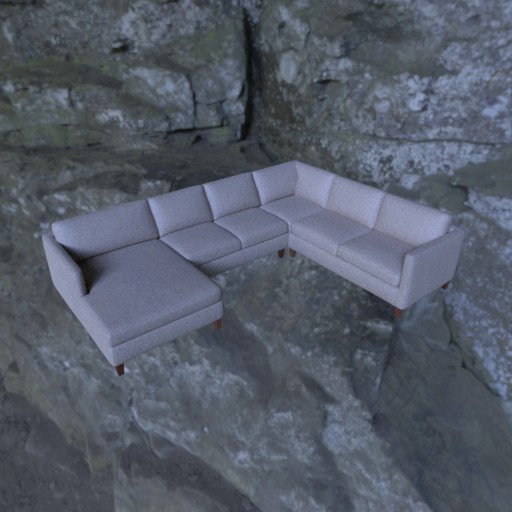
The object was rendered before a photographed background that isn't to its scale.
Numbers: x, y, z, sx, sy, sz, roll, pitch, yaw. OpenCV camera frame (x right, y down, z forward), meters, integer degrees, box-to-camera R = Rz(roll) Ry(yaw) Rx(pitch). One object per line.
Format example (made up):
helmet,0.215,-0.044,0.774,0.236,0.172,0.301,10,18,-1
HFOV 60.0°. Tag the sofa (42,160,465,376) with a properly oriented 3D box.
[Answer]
sofa,0.000,0.000,4.482,3.403,0.889,2.551,-21,36,-33
